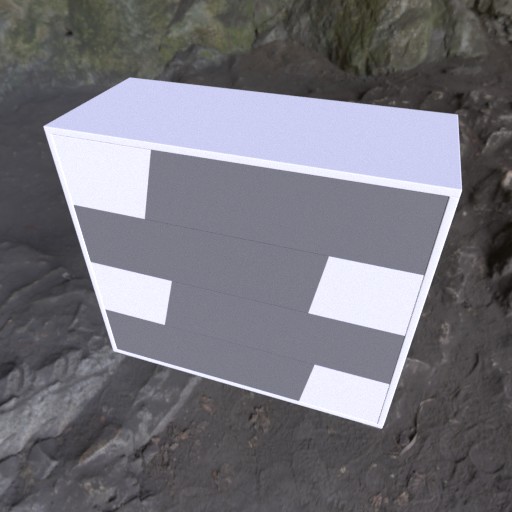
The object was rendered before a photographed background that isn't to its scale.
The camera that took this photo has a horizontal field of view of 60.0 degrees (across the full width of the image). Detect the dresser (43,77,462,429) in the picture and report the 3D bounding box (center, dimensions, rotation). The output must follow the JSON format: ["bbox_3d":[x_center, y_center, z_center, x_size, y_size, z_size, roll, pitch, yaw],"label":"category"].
[{"bbox_3d":[0.000,0.000,1.583,1.100,1.000,0.460,12,40,14],"label":"dresser"}]
